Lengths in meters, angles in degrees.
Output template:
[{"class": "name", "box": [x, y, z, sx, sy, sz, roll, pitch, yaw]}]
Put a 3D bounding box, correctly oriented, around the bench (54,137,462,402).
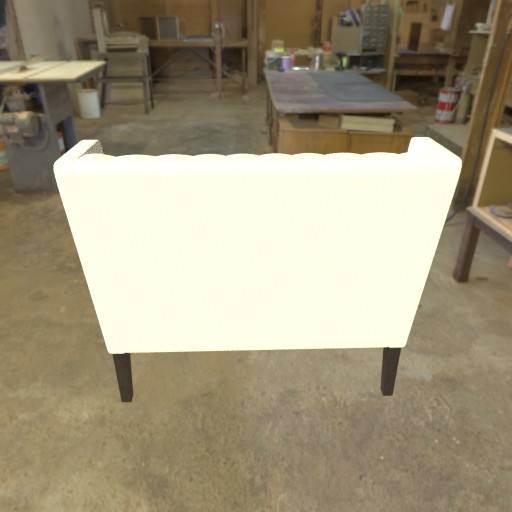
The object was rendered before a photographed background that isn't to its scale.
[{"class": "bench", "box": [0.000, 0.000, 1.984, 1.280, 1.123, 0.847, -1, 29, -2]}]
